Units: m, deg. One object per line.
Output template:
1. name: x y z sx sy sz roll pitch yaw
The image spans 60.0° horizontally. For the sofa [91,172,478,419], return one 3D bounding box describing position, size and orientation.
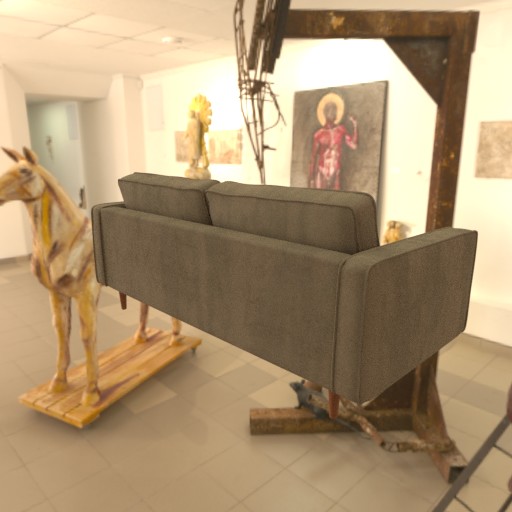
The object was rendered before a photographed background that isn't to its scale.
1. sofa: 0.000 0.000 2.342 0.924 0.825 1.920 -14 20 -43
